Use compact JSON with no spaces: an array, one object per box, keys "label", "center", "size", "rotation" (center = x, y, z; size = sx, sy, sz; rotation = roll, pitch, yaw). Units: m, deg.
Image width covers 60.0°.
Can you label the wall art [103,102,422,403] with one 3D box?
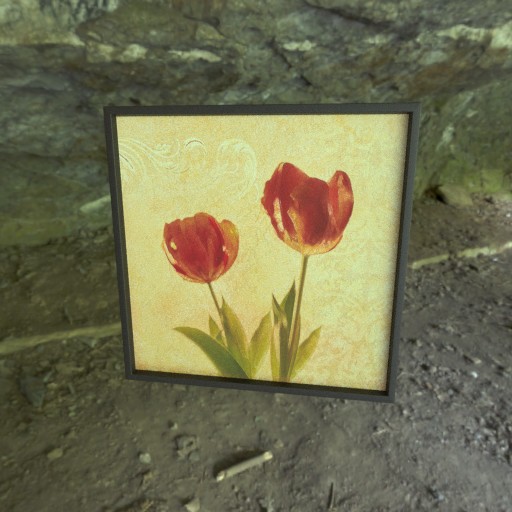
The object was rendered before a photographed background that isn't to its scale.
[{"label":"wall art","center":[0.000,0.000,0.542],"size":[0.349,0.349,0.038],"rotation":[2,15,9]}]
